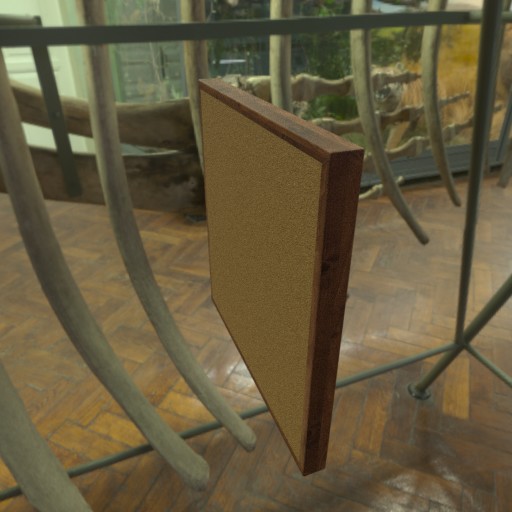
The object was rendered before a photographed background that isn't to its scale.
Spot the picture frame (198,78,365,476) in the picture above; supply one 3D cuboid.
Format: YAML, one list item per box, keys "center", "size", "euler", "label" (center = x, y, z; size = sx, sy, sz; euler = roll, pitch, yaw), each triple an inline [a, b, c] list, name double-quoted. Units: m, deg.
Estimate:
- center: [0.000, 0.000, 0.536]
  size: [0.028, 0.356, 0.352]
  euler: [-11, 32, -18]
  label: "picture frame"
